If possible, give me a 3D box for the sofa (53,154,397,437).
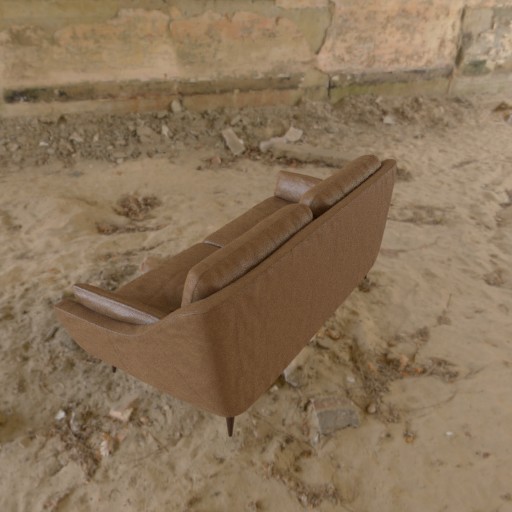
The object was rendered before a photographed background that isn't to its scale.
[{"bbox_3d":[0.000,0.000,2.435,0.904,0.839,1.902,20,37,29],"label":"sofa"}]
